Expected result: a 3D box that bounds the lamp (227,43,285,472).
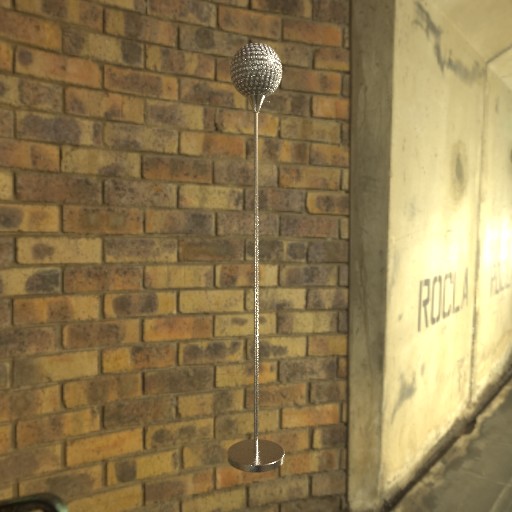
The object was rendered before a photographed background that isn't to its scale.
[{"bbox_3d":[0.000,0.000,1.958,0.254,1.805,0.254,0,1,0],"label":"lamp"}]
